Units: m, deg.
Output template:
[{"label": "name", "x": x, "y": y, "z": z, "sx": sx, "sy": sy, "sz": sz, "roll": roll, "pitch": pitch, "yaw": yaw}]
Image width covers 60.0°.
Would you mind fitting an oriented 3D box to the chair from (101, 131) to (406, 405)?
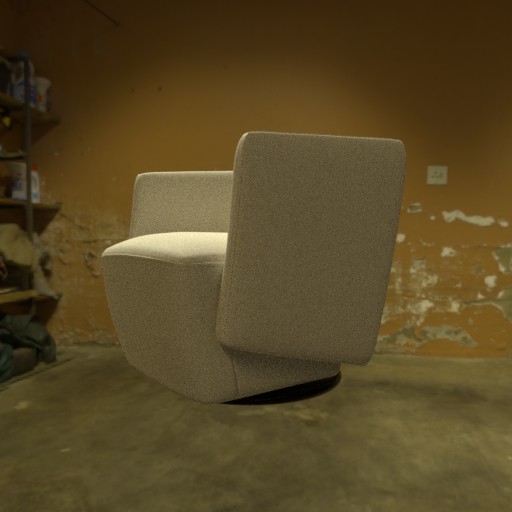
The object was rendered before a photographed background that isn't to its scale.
[{"label": "chair", "x": 0.000, "y": 0.000, "z": 1.600, "sx": 0.986, "sy": 0.861, "sz": 0.822, "roll": -1, "pitch": 1, "yaw": -35}]
